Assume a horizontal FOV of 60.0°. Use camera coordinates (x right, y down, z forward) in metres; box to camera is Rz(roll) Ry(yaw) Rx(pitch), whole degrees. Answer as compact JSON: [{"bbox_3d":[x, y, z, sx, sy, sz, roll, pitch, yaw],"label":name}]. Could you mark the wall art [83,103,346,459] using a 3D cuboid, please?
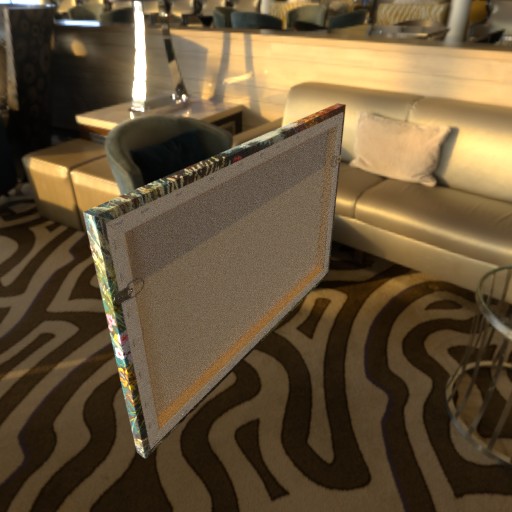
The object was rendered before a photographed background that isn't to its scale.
[{"bbox_3d":[0.000,0.000,1.456,0.042,0.760,1.136,20,37,29],"label":"wall art"}]
